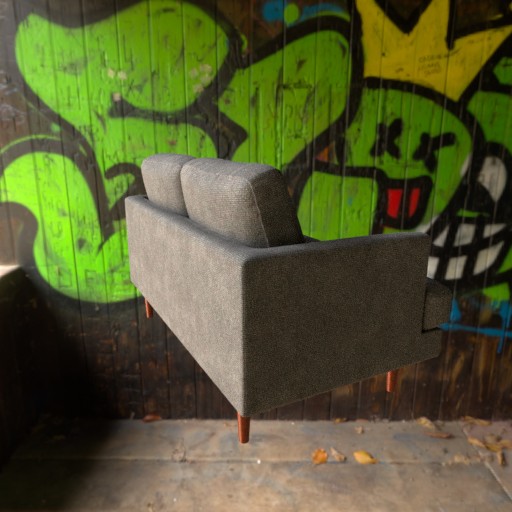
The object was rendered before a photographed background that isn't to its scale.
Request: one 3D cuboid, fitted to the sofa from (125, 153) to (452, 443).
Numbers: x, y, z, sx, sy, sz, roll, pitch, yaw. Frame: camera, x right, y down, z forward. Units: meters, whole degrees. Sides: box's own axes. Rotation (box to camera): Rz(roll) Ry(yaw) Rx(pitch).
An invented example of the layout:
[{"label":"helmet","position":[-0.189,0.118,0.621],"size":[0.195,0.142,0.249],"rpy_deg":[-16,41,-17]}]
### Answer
[{"label":"sofa","position":[0.000,0.000,2.146],"size":[0.903,0.956,1.582],"rpy_deg":[-8,17,-27]}]
